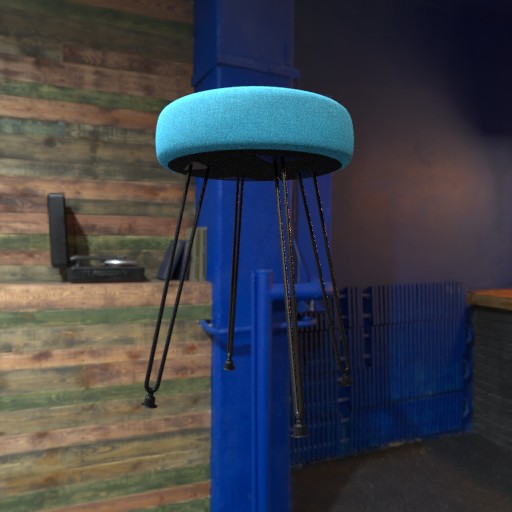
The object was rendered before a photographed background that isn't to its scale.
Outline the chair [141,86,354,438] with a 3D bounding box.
[{"bbox_3d":[0.000,0.000,0.692,0.350,0.440,0.350,0,1,-19],"label":"chair"}]
